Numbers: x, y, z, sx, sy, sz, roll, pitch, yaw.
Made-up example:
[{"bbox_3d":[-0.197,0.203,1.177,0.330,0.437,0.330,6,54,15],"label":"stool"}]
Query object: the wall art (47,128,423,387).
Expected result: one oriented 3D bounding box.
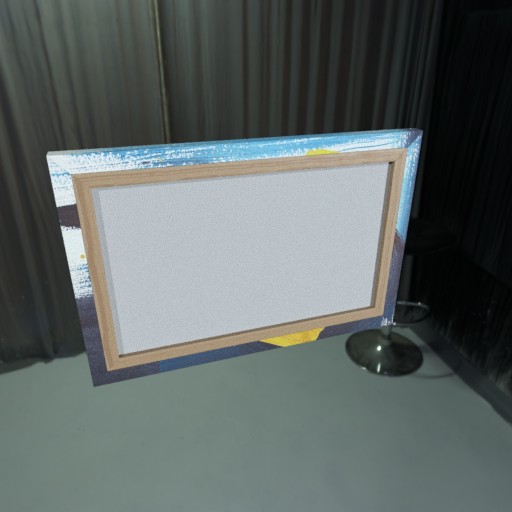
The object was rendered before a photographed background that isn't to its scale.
[{"bbox_3d":[0.000,0.000,1.182,0.914,0.610,0.039,-8,27,-17],"label":"wall art"}]
